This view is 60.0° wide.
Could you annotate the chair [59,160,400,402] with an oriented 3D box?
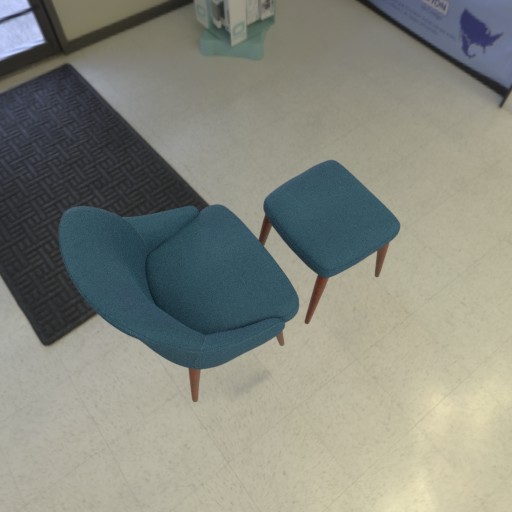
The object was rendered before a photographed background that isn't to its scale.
[{"bbox_3d":[0.000,0.000,1.619,1.114,0.866,0.584,-31,64,-17],"label":"chair"}]
